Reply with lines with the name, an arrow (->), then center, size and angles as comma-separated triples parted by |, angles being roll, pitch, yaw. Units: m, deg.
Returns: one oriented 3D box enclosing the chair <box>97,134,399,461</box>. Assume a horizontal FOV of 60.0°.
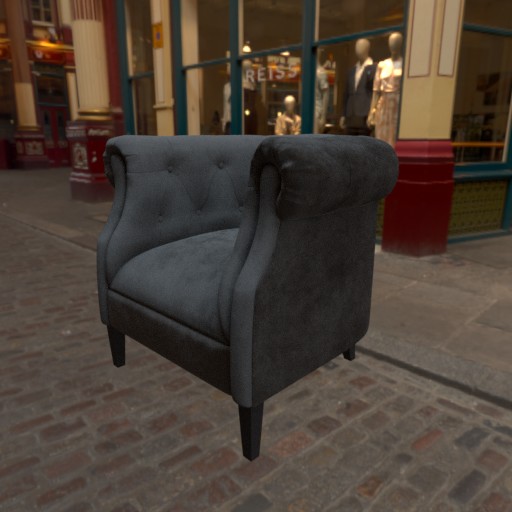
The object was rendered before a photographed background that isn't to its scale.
chair -> 0.000, 0.000, 1.561 | 0.904, 0.826, 0.851 | 15, 21, 42
